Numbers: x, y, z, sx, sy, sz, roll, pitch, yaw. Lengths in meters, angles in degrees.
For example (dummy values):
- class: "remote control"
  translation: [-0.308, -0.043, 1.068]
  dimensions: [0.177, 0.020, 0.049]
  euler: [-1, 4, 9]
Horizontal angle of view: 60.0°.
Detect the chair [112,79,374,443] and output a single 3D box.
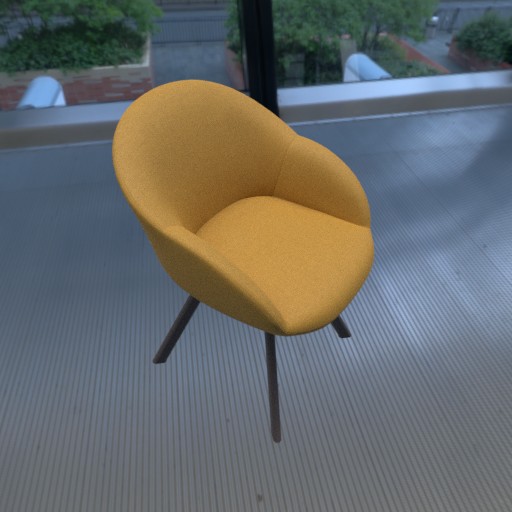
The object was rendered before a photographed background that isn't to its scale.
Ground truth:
- class: "chair"
  translation: [0.000, 0.000, 1.197]
  dimensions: [0.583, 0.793, 0.551]
  euler: [24, 46, 26]
